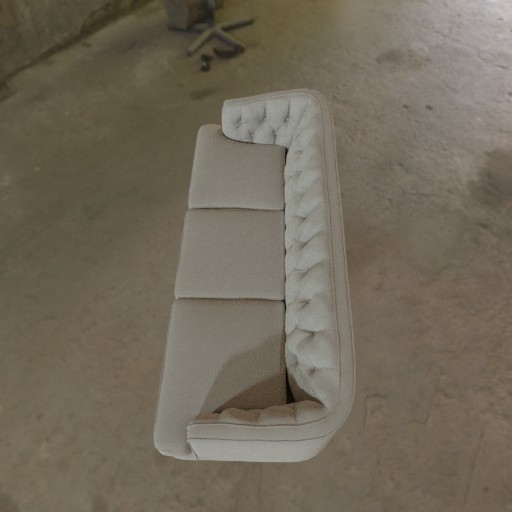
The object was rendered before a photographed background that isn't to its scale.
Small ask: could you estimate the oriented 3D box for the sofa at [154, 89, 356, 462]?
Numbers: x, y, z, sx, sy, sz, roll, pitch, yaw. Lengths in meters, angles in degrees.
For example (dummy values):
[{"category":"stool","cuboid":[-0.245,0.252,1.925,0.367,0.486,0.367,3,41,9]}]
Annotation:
[{"category":"sofa","cuboid":[0.000,0.000,2.724,0.941,0.855,2.278,2,57,1]}]
